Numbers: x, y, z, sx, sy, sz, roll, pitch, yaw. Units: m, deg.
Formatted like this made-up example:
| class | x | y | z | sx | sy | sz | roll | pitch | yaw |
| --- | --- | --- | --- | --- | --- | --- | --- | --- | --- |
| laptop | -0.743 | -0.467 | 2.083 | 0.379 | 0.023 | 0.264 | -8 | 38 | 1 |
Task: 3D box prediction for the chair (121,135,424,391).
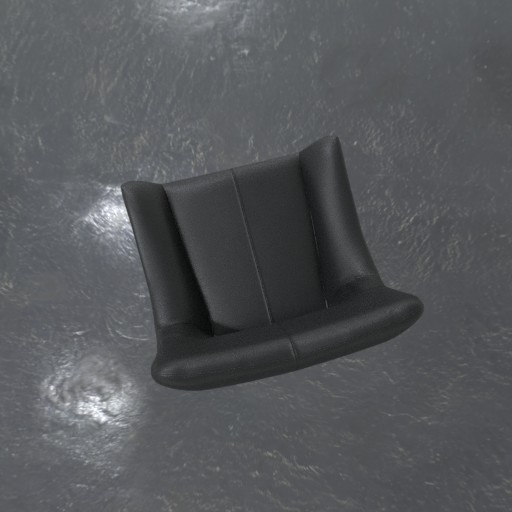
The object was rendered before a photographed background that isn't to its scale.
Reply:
| class | x | y | z | sx | sy | sz | roll | pitch | yaw |
| --- | --- | --- | --- | --- | --- | --- | --- | --- | --- |
| chair | 0.000 | 0.000 | 1.562 | 0.836 | 0.922 | 0.826 | -14 | 75 | -4 |
